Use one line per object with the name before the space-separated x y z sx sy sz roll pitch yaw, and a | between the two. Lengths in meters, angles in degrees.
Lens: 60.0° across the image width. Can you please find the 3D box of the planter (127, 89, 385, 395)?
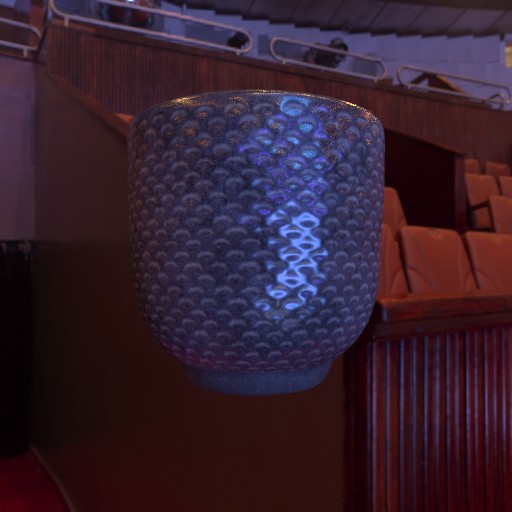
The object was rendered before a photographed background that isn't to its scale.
planter | 0.000 0.000 0.351 0.197 0.191 0.197 0 -1 0
